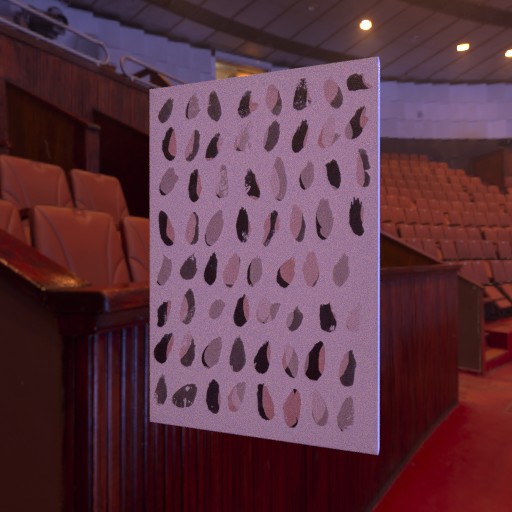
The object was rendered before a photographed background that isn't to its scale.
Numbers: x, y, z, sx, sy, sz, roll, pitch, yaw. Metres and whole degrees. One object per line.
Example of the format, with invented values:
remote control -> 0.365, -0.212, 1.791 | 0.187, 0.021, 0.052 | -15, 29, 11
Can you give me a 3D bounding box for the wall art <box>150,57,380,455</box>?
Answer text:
wall art -> 0.000, 0.000, 1.137 | 0.610, 0.916, 0.037 | 0, 0, 20
